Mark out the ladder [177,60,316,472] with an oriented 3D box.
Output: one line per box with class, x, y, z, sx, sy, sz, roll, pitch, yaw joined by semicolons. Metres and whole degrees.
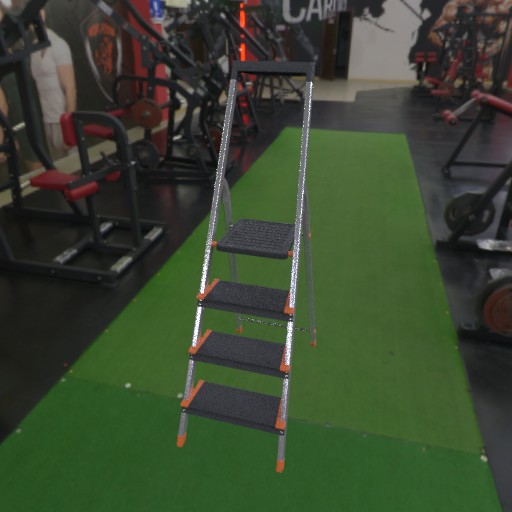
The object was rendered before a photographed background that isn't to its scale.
ladder;0.000;0.000;1.808;0.452;1.429;0.834;8;29;14
